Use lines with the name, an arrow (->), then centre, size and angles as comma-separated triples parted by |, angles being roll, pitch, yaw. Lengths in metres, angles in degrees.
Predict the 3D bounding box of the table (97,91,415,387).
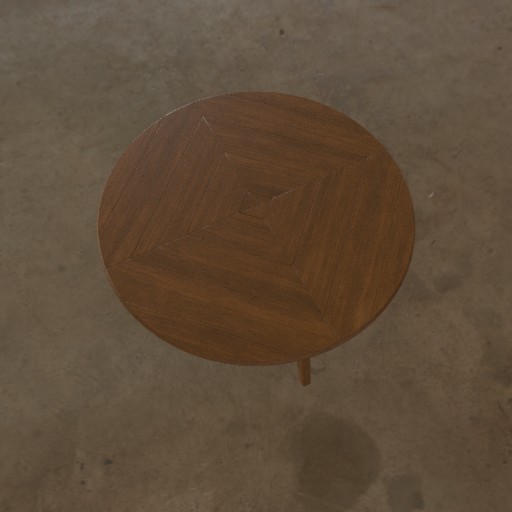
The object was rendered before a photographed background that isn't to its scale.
table -> 0.000, 0.000, 1.811 | 1.055, 0.757, 1.055 | 0, 63, 0
